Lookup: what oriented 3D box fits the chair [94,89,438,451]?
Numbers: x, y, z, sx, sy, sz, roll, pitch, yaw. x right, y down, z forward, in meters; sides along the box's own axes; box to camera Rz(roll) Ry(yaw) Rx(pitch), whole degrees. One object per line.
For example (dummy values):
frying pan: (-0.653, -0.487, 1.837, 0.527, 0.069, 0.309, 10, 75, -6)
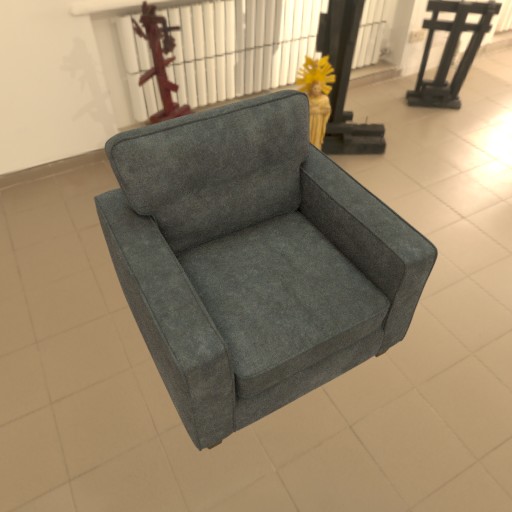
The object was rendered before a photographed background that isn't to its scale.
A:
chair: (0.000, 0.000, 1.786, 1.015, 0.965, 0.939, -22, 49, -20)
